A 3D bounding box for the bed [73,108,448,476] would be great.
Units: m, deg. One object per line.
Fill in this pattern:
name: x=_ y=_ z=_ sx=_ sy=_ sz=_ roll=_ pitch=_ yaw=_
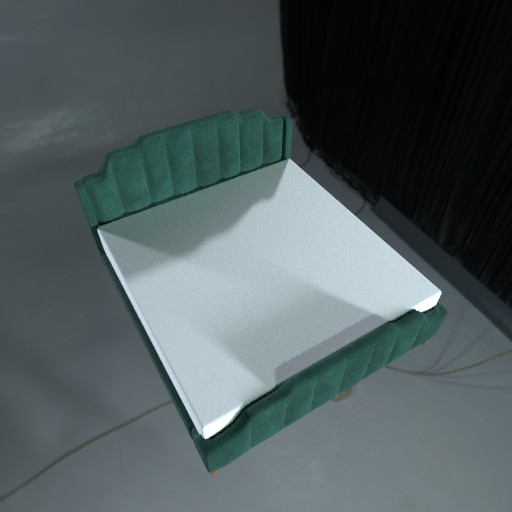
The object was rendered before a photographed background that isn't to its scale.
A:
bed: x=0.000 y=0.000 z=3.550 sx=2.074 sy=1.245 sz=2.340 roll=-24 pitch=51 yaw=-21
